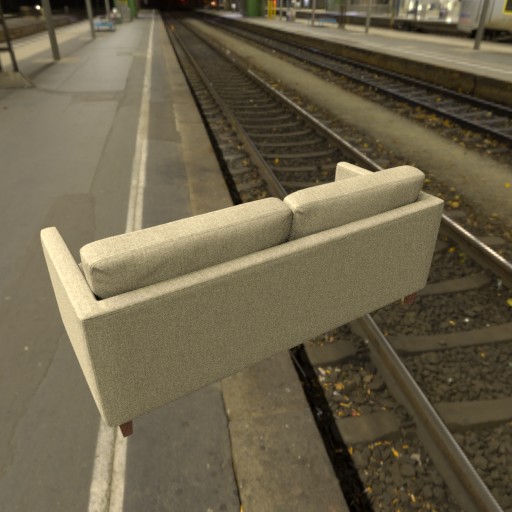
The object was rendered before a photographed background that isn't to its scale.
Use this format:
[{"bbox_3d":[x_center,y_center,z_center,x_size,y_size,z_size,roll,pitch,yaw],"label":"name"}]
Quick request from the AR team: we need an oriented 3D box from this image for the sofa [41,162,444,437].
[{"bbox_3d":[0.000,0.000,2.688,2.208,0.960,0.956,-18,34,-28],"label":"sofa"}]
